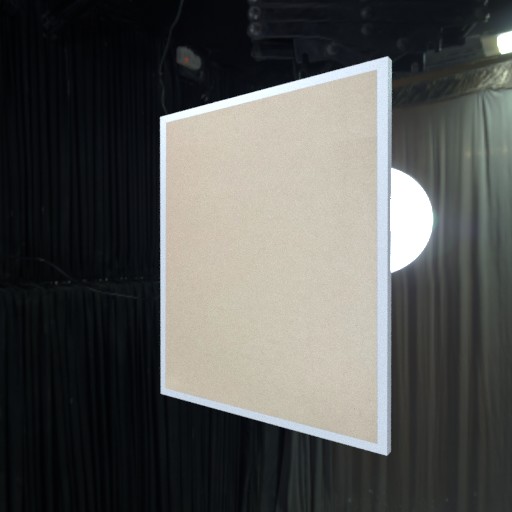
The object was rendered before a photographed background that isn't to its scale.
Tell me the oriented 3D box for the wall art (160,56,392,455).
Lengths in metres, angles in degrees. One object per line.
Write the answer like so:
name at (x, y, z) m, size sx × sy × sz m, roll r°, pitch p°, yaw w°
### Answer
wall art at (0.000, 0.000, 0.624) m, size 0.382 × 0.456 × 0.013 m, roll 0°, pitch 0°, yaw 36°
